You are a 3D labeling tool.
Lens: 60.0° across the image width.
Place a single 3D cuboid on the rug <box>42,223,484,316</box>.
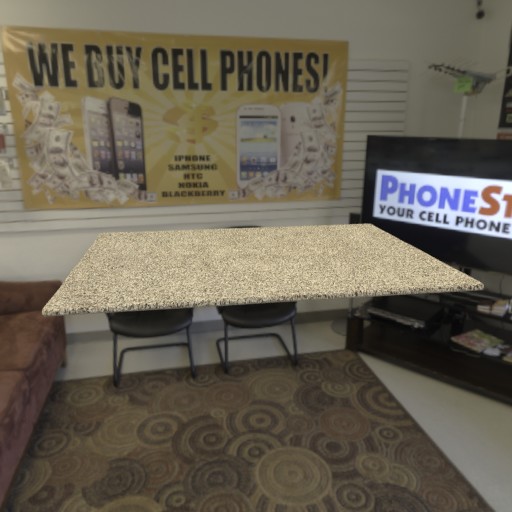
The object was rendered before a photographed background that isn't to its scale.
[{"bbox_3d":[0.000,0.000,2.324,1.778,0.030,1.219,-3,17,-9],"label":"rug"}]
